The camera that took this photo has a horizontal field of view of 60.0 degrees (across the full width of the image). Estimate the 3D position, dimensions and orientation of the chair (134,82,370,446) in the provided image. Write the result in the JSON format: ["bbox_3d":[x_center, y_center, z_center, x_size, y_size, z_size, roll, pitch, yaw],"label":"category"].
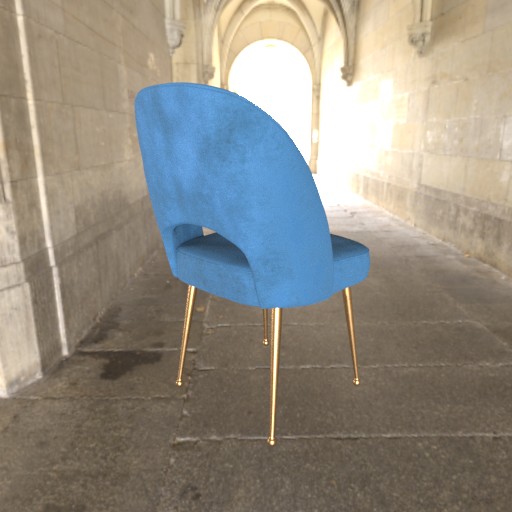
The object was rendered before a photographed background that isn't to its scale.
[{"bbox_3d":[0.000,0.000,1.240,0.527,0.860,0.577,14,21,43],"label":"chair"}]
